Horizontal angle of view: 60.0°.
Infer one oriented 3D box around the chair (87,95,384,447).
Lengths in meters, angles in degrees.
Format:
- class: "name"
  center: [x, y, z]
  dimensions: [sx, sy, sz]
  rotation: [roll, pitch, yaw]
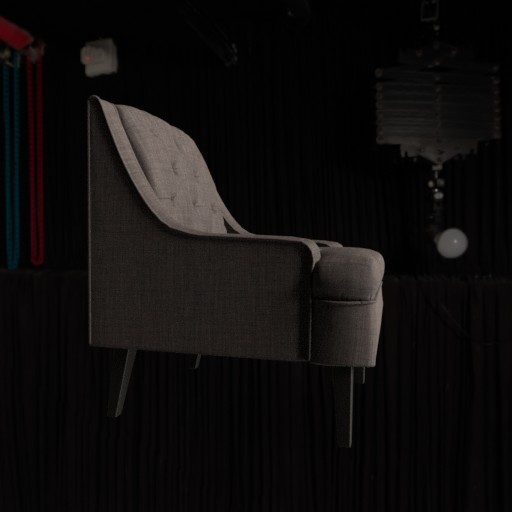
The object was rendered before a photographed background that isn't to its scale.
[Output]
- class: "chair"
  center: [0.000, 0.000, 1.390]
  dimensions: [0.771, 0.891, 0.655]
  rotation: [0, 1, 17]
